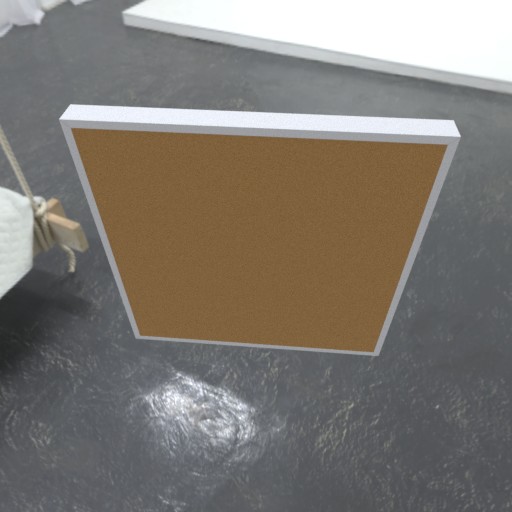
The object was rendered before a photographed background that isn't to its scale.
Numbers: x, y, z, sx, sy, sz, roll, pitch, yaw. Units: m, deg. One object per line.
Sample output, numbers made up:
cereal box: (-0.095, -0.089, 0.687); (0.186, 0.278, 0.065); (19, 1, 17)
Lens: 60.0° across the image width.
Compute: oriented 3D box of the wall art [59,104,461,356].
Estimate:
wall art: (0.000, 0.000, 0.757); (0.509, 0.509, 0.040); (3, 46, 3)
